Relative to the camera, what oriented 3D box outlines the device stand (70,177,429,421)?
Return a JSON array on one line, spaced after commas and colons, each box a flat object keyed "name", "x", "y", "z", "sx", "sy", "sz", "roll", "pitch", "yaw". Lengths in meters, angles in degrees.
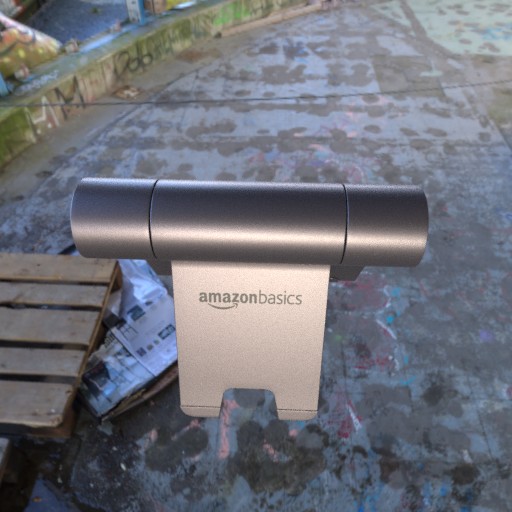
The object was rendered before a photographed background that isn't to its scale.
[{"name": "device stand", "x": 0.000, "y": 0.000, "z": 0.151, "sx": 0.088, "sy": 0.084, "sz": 0.079, "roll": 2, "pitch": 46, "yaw": 2}]
